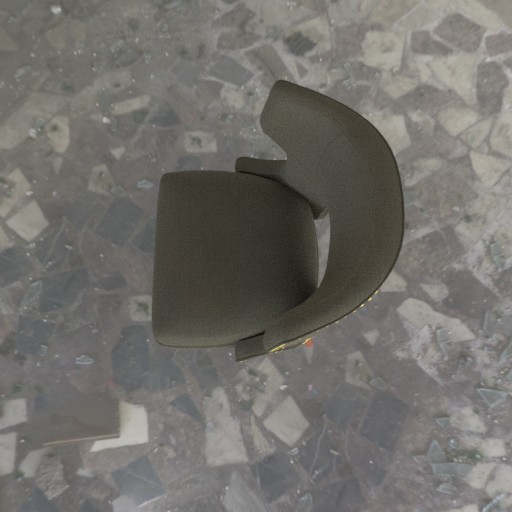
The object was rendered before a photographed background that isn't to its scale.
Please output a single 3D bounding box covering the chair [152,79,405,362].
[{"bbox_3d":[0.000,0.000,1.273,0.581,0.863,0.595,-1,75,0],"label":"chair"}]
